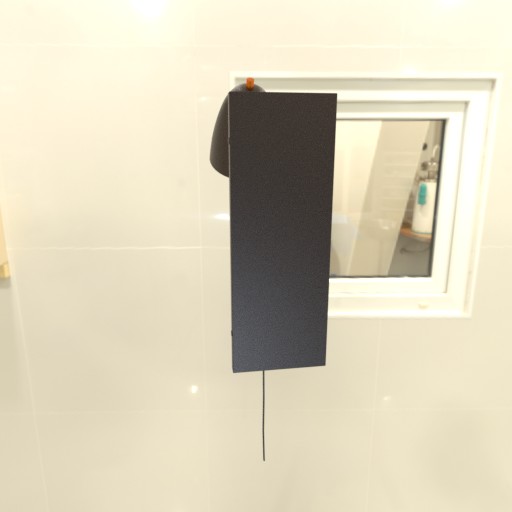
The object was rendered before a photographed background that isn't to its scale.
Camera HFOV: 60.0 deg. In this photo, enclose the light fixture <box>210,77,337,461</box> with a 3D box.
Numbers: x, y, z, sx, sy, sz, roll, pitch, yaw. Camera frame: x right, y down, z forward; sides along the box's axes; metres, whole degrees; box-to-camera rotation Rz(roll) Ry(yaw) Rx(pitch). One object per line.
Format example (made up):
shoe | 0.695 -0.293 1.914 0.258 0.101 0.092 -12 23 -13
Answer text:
light fixture | 0.000 0.000 0.921 0.162 0.715 0.499 -2 15 -9
